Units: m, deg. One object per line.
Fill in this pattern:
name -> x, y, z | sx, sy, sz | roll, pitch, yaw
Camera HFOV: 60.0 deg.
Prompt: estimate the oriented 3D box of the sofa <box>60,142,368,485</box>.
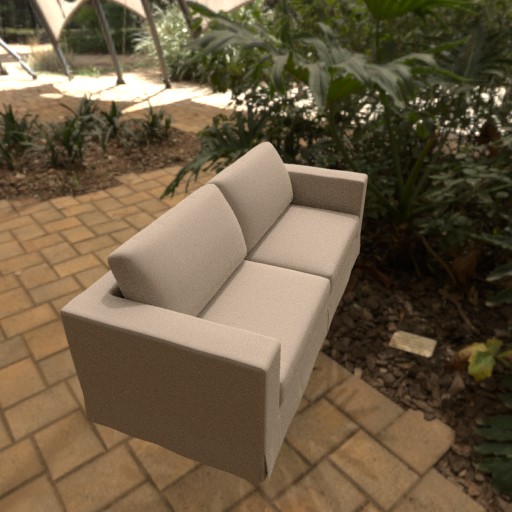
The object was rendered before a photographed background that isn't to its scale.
sofa -> 0.000, 0.000, 2.660 | 0.954, 0.881, 2.163 | 11, 32, 19
